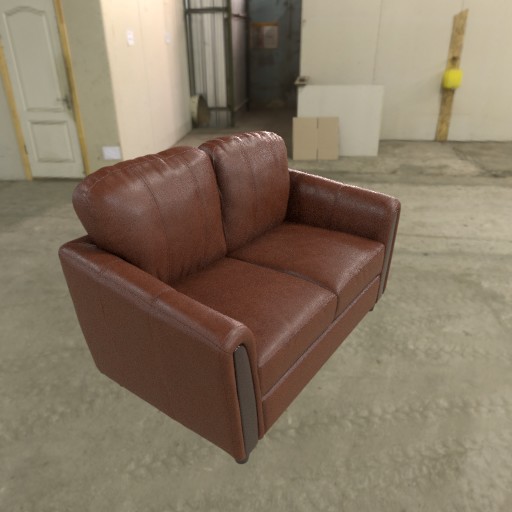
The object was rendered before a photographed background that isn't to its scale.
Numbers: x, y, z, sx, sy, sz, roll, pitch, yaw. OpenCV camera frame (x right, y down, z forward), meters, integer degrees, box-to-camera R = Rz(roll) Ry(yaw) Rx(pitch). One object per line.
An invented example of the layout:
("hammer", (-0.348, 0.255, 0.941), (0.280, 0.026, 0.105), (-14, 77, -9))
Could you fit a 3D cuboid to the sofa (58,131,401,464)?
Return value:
("sofa", (0.000, 0.000, 1.926), (0.805, 0.906, 1.406), (18, 32, 31))
